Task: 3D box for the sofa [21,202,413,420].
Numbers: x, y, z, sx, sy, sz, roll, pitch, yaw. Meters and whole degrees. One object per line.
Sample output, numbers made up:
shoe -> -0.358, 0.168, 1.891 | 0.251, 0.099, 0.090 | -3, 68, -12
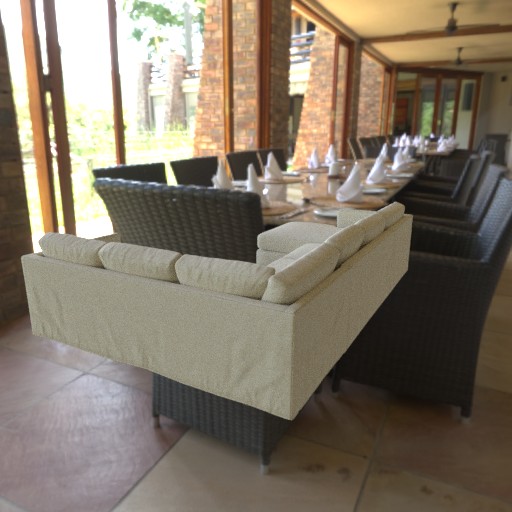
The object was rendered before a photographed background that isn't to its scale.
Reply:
sofa -> 0.000, 0.000, 4.509 | 2.448, 0.882, 3.464 | 8, 18, 27
